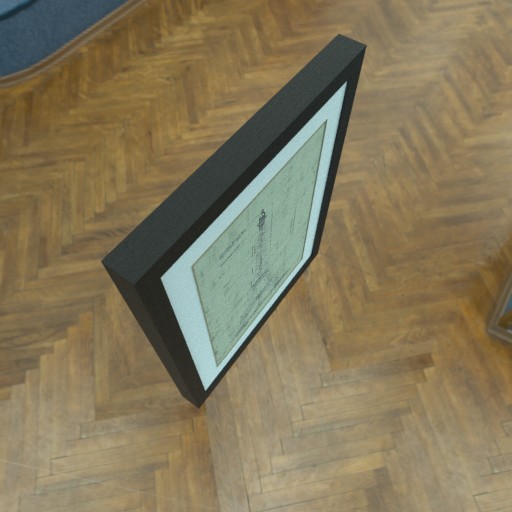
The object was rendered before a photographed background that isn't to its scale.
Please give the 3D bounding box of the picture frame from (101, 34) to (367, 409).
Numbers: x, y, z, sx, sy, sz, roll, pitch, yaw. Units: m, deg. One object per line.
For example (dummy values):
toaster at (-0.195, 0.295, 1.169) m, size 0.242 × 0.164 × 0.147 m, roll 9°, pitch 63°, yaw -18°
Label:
picture frame at (0.000, 0.000, 0.757) m, size 0.044 × 0.555 × 0.452 m, roll 32°, pitch 64°, yaw 17°
